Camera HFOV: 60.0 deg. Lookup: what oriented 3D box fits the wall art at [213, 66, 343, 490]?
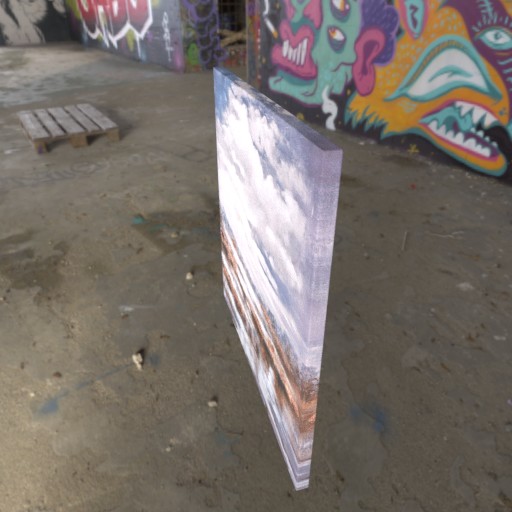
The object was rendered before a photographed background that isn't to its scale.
[{"bbox_3d":[0.000,0.000,1.282,0.035,0.897,0.888,-8,32,-13],"label":"wall art"}]
